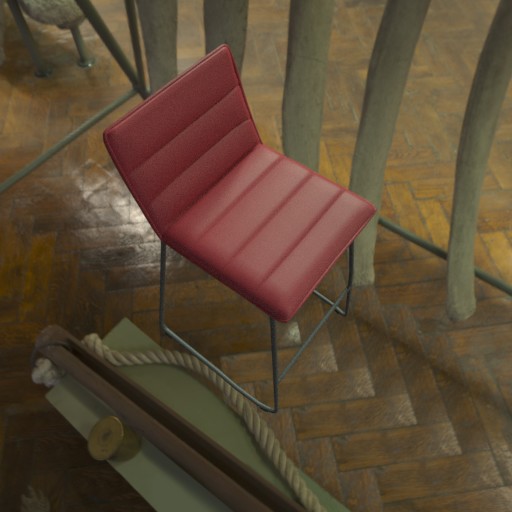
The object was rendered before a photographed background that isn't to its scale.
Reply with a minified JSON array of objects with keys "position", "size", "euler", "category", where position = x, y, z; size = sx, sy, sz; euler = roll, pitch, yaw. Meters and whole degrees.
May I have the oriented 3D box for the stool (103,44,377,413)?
[{"position":[0.000,0.000,1.263],"size":[0.524,0.937,0.489],"euler":[34,64,19],"category":"stool"}]
